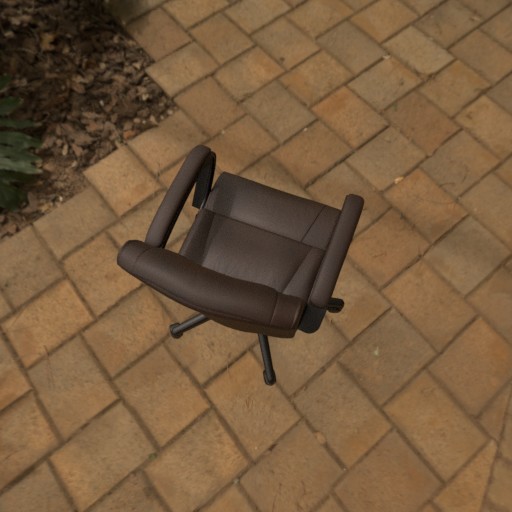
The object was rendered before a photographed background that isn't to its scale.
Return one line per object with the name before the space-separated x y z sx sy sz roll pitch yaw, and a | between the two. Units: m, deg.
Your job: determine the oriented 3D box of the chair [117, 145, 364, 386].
chair | 0.000 0.000 1.524 0.739 1.004 0.717 20 68 8
